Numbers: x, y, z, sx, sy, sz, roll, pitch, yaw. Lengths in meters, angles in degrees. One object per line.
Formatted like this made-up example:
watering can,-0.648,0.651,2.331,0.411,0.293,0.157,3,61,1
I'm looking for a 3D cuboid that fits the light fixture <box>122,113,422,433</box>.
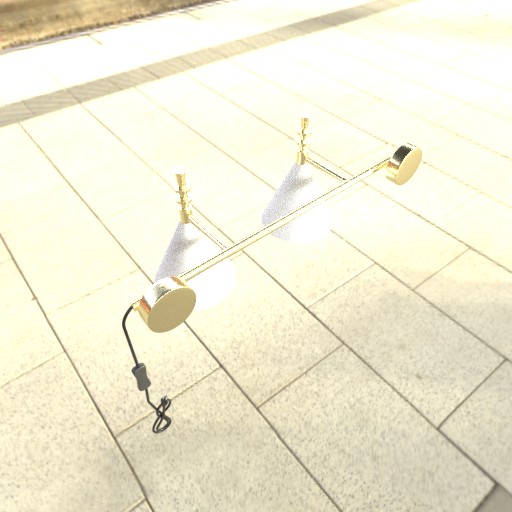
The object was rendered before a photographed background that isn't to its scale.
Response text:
light fixture,0.000,0.000,0.884,0.642,0.468,0.239,-31,53,-27
